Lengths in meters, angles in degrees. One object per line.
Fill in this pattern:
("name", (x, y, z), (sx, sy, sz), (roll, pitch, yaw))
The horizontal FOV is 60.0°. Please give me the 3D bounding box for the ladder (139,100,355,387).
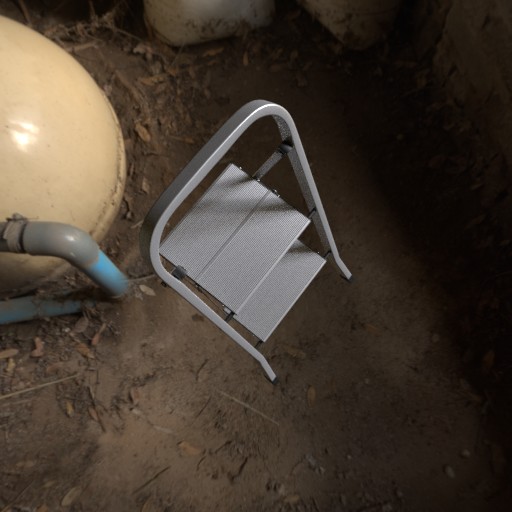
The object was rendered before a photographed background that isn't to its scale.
("ladder", (0.000, 0.000, 1.160), (0.530, 0.830, 0.465), (37, 79, 9))
